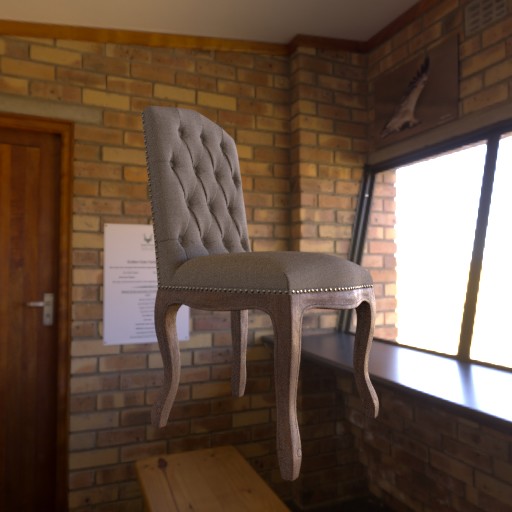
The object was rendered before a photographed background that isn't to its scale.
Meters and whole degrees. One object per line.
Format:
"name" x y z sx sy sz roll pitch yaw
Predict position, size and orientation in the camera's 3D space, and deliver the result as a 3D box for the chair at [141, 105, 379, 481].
"chair" 0.000 0.000 1.606 0.731 1.191 0.637 -1 -2 35
